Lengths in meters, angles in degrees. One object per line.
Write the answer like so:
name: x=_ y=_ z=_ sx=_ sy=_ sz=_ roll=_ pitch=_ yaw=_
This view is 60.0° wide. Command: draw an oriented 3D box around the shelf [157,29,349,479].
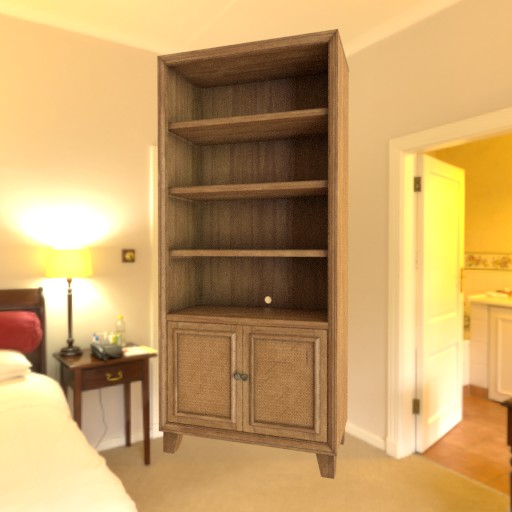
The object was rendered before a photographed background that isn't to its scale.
shelf: x=0.000 y=0.000 z=2.221 sx=0.864 sy=1.930 sz=0.453 roll=0 pitch=1 yaw=18
